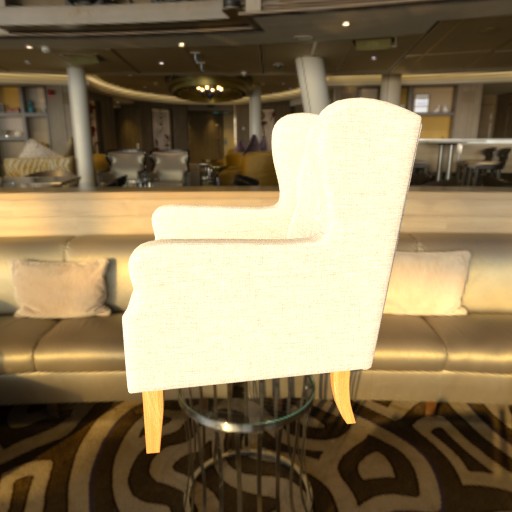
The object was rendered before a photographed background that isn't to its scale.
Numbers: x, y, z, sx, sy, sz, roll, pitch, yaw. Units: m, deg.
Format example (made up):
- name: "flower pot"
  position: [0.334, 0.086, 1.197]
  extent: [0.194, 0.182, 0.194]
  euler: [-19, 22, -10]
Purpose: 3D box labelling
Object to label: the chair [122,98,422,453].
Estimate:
- name: "chair"
  position: [0.000, 0.000, 1.449]
  extent: [0.760, 0.930, 0.710]
  euler: [-2, 15, -8]
